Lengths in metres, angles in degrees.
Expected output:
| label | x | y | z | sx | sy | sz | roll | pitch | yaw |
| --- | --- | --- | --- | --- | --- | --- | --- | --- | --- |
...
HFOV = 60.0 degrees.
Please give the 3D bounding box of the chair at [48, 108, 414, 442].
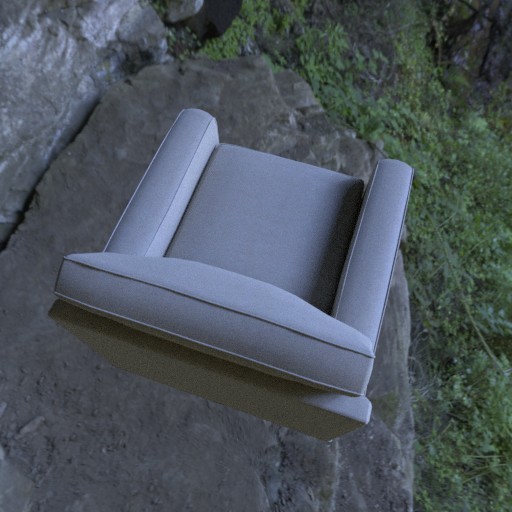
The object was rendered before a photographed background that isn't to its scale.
| label | x | y | z | sx | sy | sz | roll | pitch | yaw |
| --- | --- | --- | --- | --- | --- | --- | --- | --- | --- |
| chair | 0.000 | 0.000 | 1.733 | 0.998 | 0.913 | 1.043 | 17 | 65 | 8 |
